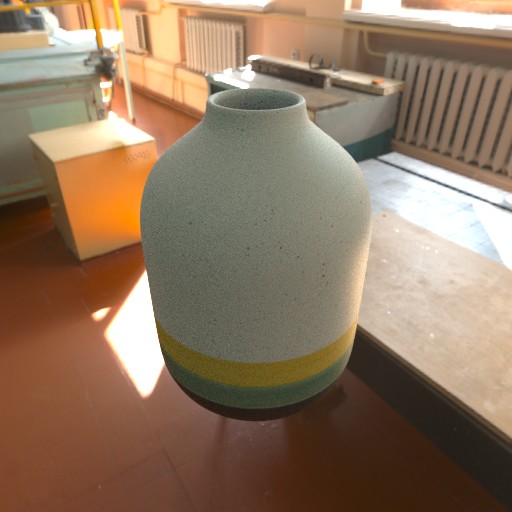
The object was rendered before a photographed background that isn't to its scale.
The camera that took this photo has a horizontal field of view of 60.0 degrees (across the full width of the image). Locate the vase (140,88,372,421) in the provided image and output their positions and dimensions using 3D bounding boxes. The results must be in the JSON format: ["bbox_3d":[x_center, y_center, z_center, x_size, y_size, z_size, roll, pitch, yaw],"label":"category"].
[{"bbox_3d":[0.000,0.000,0.349,0.169,0.240,0.169,0,33,0],"label":"vase"}]
